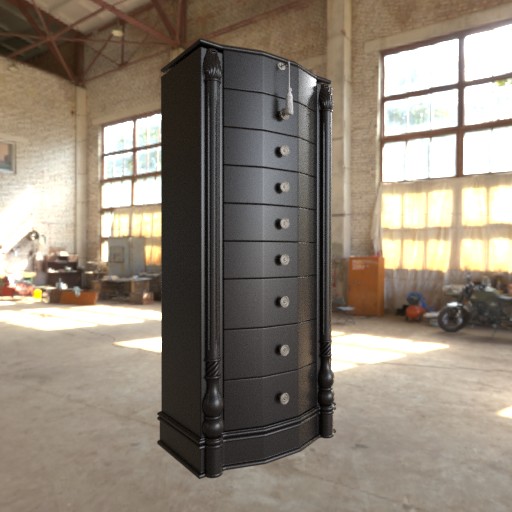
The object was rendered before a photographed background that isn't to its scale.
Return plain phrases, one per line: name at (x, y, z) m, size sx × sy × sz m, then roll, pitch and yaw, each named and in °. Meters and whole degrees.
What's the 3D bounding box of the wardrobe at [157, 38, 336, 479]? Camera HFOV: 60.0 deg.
wardrobe at (0.000, 0.000, 1.202) m, size 0.444 × 1.011 × 0.295 m, roll 0°, pitch 0°, yaw -36°
